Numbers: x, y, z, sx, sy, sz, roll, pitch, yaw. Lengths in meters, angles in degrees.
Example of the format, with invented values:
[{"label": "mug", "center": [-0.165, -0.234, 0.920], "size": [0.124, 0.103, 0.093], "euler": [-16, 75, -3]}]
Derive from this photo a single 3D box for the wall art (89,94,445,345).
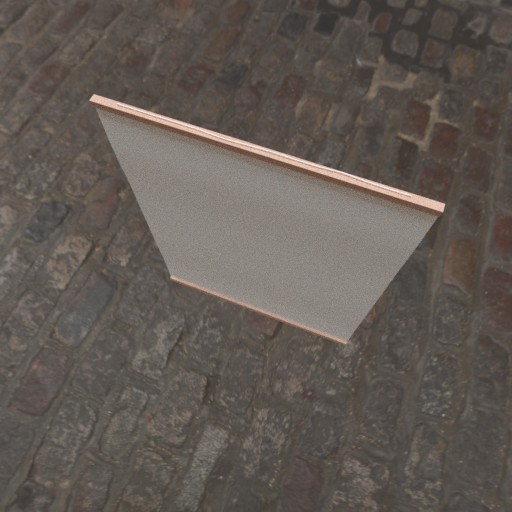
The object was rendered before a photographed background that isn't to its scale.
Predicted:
[{"label": "wall art", "center": [0.000, 0.000, 1.341], "size": [0.758, 1.013, 0.020], "euler": [20, 66, 9]}]
